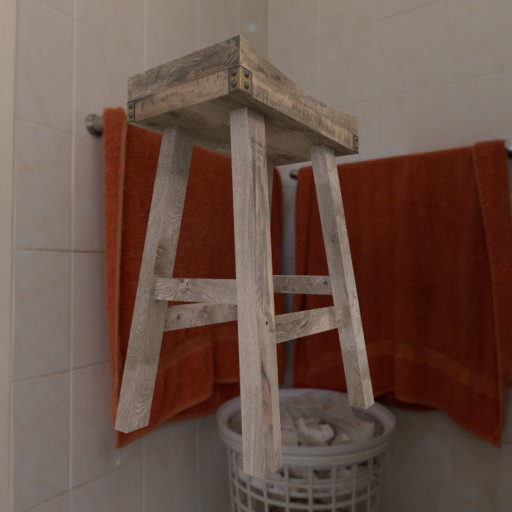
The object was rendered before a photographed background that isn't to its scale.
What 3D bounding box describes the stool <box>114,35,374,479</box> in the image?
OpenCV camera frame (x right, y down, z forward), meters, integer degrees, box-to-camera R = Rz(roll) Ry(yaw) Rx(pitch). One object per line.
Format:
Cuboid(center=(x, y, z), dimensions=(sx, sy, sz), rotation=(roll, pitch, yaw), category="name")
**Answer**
Cuboid(center=(0.000, 0.000, 0.893), dimensions=(0.330, 0.635, 0.450), rotation=(-1, -2, 35), category="stool")
